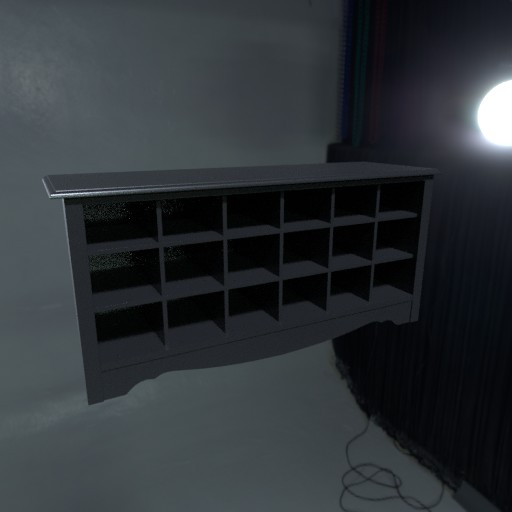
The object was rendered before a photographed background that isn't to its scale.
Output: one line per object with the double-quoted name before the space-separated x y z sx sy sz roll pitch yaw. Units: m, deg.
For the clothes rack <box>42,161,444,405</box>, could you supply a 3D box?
"clothes rack" 0.000 0.000 1.483 1.219 0.556 0.406 -8 18 -26
